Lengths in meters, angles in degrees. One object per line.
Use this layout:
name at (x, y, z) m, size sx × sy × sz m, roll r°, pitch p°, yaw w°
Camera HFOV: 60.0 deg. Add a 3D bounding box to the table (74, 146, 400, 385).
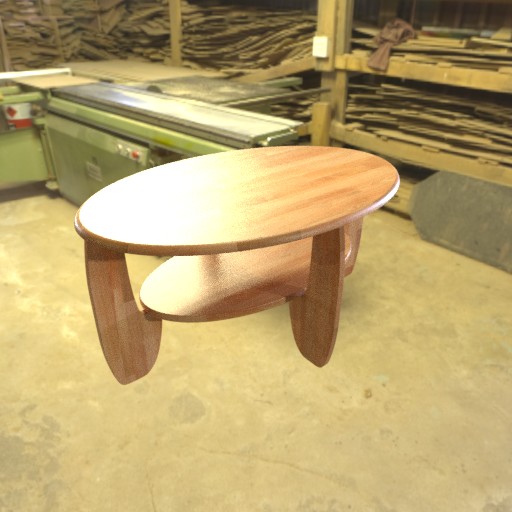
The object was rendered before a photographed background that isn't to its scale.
table at (0.000, 0.000, 1.401) m, size 1.040 × 0.490 × 0.690 m, roll -21°, pitch 35°, yaw -34°
